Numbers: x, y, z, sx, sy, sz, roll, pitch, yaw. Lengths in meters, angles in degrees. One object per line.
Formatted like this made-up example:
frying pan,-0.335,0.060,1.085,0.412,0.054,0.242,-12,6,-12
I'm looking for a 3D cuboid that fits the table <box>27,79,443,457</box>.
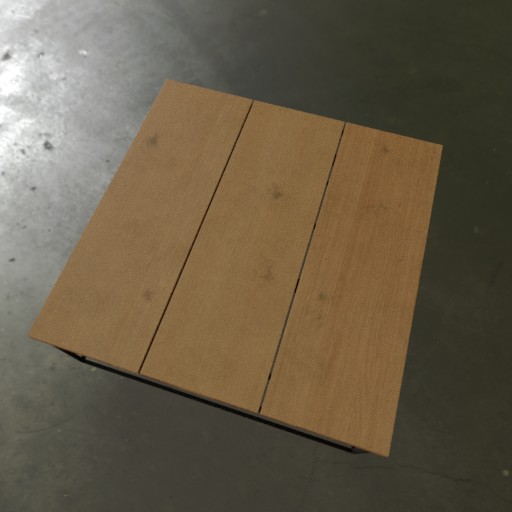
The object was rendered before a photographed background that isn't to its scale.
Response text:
table,0.000,0.000,1.667,1.100,0.400,1.100,16,66,7
